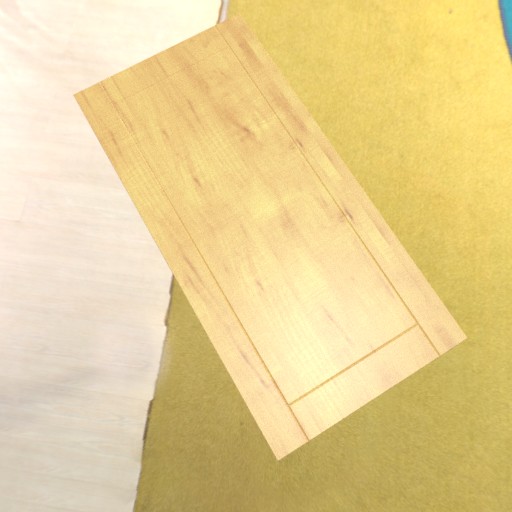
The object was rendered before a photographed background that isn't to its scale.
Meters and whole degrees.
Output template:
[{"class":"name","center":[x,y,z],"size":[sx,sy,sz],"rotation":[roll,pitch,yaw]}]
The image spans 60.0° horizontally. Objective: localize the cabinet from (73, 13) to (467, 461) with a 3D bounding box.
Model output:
[{"class":"cabinet","center":[0.000,0.000,1.372],"size":[0.450,0.840,0.920],"rotation":[-30,77,-7]}]
